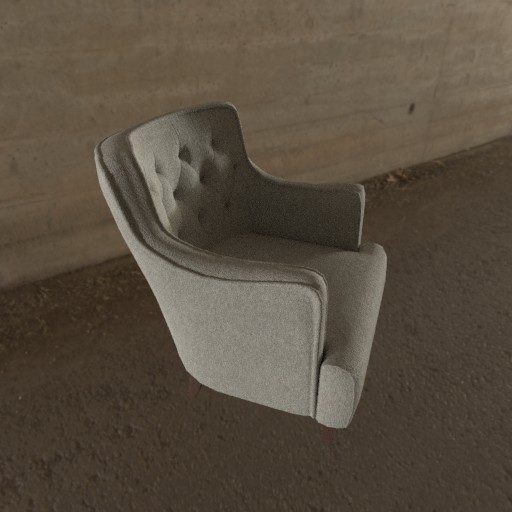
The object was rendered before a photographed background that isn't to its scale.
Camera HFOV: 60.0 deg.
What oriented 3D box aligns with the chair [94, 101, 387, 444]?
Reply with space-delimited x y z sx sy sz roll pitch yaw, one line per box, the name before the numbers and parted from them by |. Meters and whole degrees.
chair | 0.000 0.000 1.590 0.910 0.920 0.820 11 32 17
